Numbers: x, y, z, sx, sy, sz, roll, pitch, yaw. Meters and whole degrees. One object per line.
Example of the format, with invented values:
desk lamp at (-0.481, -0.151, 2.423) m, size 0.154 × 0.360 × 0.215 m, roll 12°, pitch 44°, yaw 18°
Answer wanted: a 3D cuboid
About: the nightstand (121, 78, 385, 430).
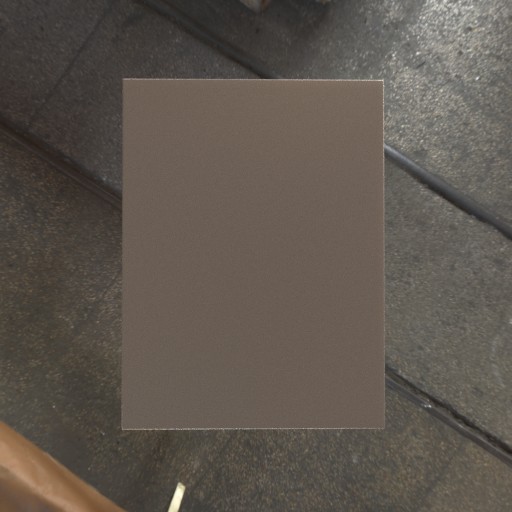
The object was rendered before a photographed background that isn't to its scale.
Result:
nightstand at (0.000, 0.000, 0.721) m, size 0.288 × 0.508 × 0.370 m, roll 0°, pitch 89°, yaw -1°
